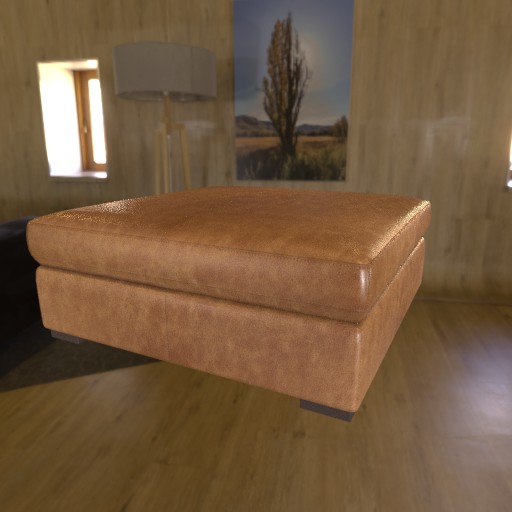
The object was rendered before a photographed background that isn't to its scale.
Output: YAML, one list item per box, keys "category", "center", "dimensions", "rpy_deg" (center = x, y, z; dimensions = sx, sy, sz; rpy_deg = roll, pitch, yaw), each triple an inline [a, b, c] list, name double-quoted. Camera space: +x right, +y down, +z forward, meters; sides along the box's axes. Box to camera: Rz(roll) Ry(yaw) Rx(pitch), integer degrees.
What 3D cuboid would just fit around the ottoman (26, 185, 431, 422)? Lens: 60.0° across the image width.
- category: "ottoman"
  center: [0.000, 0.000, 1.773]
  dimensions: [1.169, 0.483, 1.168]
  rpy_deg: [7, 16, 26]
